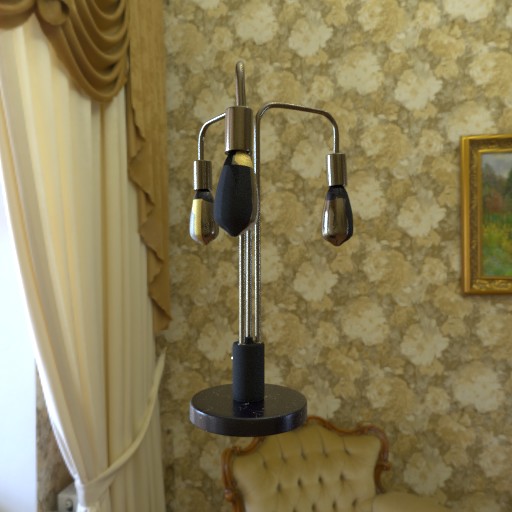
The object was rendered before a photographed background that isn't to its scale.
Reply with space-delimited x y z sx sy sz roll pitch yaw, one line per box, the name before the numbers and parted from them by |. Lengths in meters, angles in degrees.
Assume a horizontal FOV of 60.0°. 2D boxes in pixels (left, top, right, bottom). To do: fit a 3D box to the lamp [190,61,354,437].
lamp | 0.000 0.000 0.816 0.355 0.560 0.368 1 -1 -36
